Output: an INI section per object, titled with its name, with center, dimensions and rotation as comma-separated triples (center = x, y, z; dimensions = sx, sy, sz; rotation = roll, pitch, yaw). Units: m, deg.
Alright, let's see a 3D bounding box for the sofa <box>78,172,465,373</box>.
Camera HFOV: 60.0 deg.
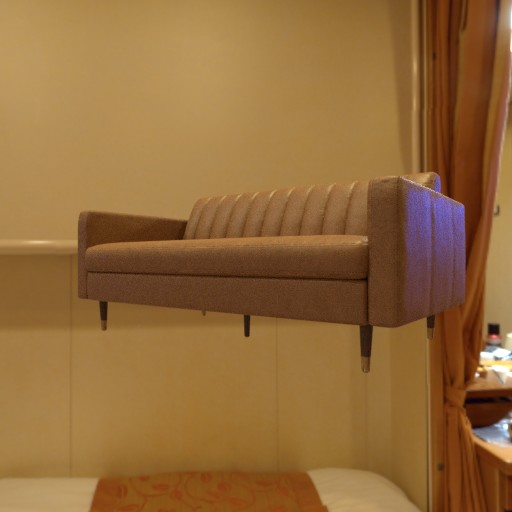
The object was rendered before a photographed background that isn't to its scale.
[sofa]
center = 0.000, 0.000, 2.307
dimensions = 1.847, 0.821, 0.993
rotation = 0, -1, 37
